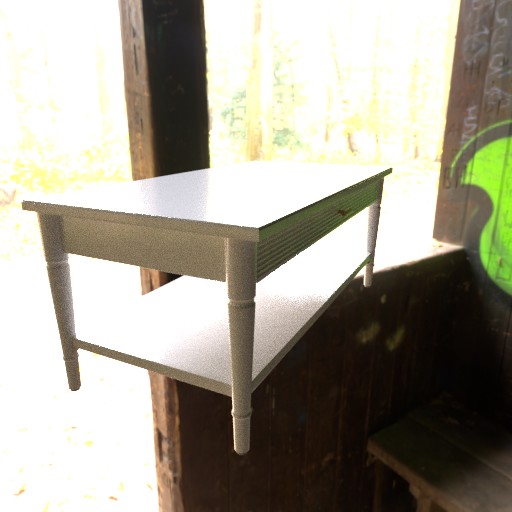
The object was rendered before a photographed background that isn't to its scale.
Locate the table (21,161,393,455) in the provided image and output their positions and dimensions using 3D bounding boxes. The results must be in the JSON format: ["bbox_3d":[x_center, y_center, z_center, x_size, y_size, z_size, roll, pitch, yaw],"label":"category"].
[{"bbox_3d":[0.000,0.000,1.324,0.559,0.457,1.067,9,19,26],"label":"table"}]
